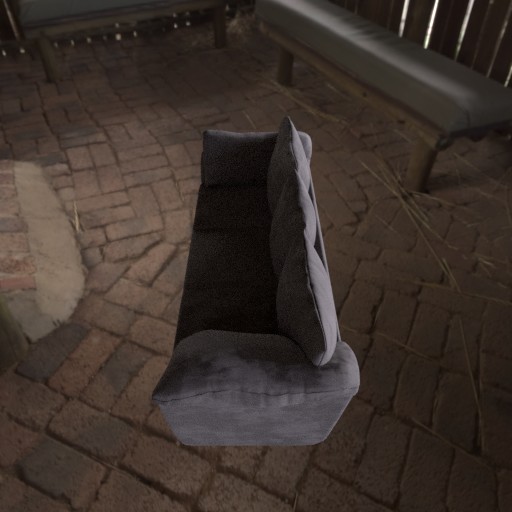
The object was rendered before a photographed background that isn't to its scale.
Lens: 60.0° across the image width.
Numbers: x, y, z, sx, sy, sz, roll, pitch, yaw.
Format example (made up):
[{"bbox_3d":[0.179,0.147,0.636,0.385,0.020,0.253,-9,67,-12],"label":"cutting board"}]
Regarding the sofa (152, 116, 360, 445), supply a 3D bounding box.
[{"bbox_3d":[0.000,0.000,2.845,0.893,0.981,2.377,0,42,0],"label":"sofa"}]
